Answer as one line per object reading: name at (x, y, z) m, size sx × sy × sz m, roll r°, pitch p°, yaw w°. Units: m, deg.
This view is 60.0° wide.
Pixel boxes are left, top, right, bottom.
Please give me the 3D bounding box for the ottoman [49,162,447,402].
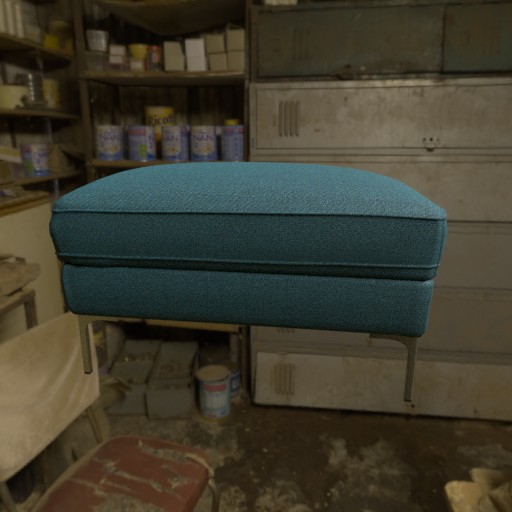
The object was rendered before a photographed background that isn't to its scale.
ottoman at (0.000, 0.000, 1.204) m, size 0.856 × 0.498 × 0.563 m, roll 2°, pitch 15°, yaw 8°
